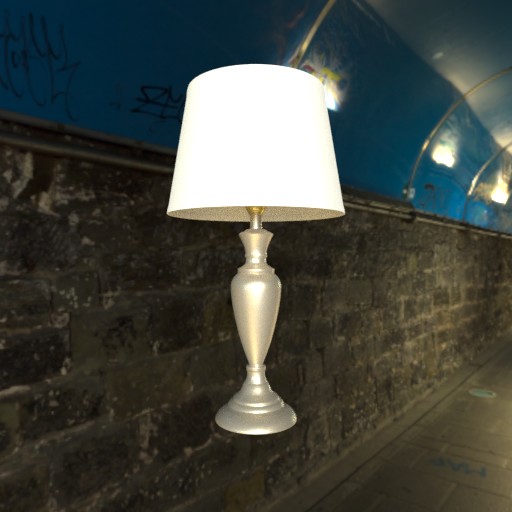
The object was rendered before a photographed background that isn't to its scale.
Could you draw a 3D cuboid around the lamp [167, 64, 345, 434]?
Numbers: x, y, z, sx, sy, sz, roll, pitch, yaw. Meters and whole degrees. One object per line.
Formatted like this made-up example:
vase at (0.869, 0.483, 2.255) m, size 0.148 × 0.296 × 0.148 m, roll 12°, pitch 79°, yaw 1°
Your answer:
lamp at (0.000, 0.000, 0.834) m, size 0.328 × 0.612 × 0.328 m, roll 0°, pitch 0°, yaw 0°
